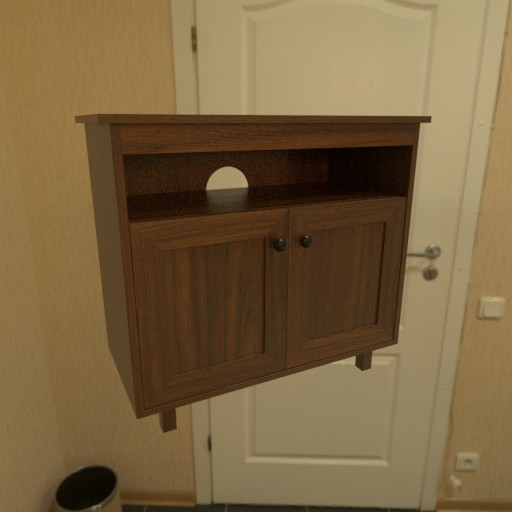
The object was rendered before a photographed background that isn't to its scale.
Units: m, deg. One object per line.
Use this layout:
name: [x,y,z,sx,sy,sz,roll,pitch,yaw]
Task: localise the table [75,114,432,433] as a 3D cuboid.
table: [0.000,0.000,1.203,0.802,0.725,0.390,-8,19,-26]
